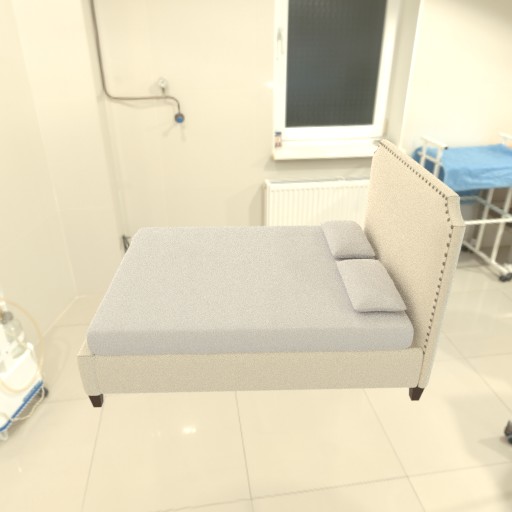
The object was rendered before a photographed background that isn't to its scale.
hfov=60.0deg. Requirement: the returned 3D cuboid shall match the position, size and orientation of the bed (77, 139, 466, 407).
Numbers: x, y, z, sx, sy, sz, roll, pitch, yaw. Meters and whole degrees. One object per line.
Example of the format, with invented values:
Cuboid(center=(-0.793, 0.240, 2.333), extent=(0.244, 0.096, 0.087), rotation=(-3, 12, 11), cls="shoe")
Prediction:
Cuboid(center=(0.000, 0.000, 3.484), extent=(2.372, 1.497, 1.712), rotation=(-1, 27, -1), cls="bed")
